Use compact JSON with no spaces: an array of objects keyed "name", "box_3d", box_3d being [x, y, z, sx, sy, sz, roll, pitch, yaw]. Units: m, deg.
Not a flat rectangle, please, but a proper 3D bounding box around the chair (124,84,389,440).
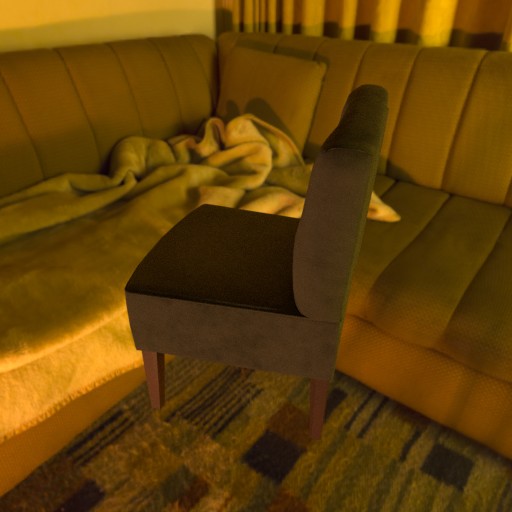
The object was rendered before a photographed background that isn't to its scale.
[{"name":"chair","box_3d":[0.000,0.000,1.161,0.554,0.806,0.521,9,33,14]}]
